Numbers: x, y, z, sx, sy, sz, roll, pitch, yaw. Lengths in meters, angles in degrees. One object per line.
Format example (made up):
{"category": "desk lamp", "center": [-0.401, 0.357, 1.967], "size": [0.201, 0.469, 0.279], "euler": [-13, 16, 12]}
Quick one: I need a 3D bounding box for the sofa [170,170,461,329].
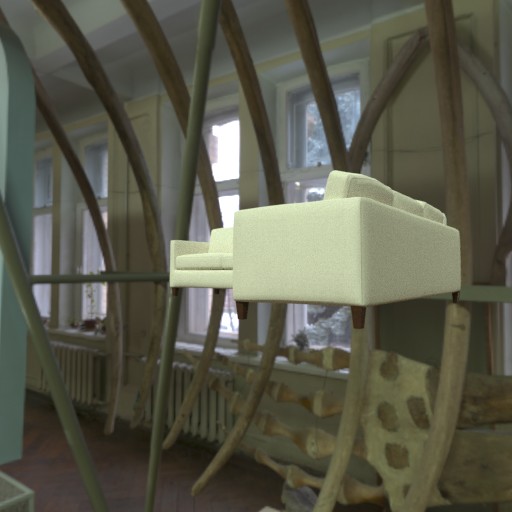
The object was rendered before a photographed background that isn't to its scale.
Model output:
{"category": "sofa", "center": [0.000, 0.000, 4.413], "size": [3.302, 0.947, 2.593], "euler": [-1, -3, 36]}
